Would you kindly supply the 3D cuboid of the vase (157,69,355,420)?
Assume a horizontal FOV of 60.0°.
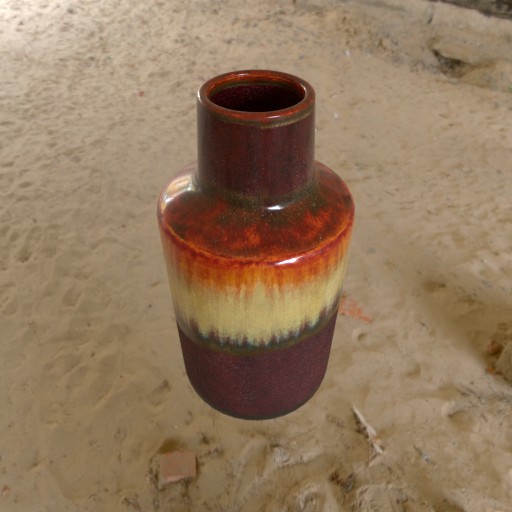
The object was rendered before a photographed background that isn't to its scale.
[{"bbox_3d":[0.000,0.000,0.269,0.108,0.204,0.108,0,42,0],"label":"vase"}]
